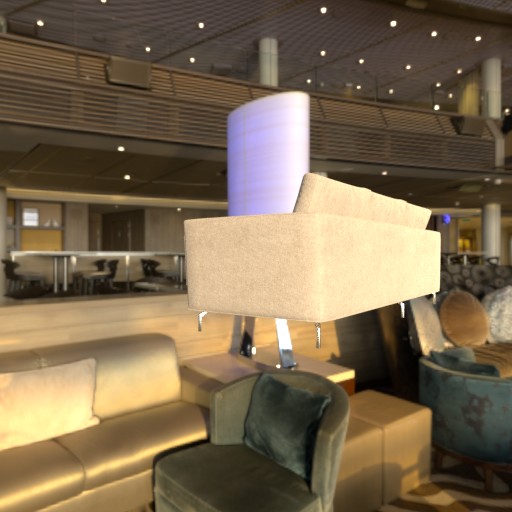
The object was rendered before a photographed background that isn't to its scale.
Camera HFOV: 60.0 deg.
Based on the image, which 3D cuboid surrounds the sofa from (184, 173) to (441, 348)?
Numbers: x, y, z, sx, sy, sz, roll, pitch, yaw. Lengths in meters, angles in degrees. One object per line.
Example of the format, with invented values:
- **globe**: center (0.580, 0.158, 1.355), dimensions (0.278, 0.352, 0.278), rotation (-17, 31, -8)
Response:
- **sofa**: center (0.000, 0.000, 3.729), dimensions (2.438, 0.864, 2.438), rotation (0, 0, 36)
